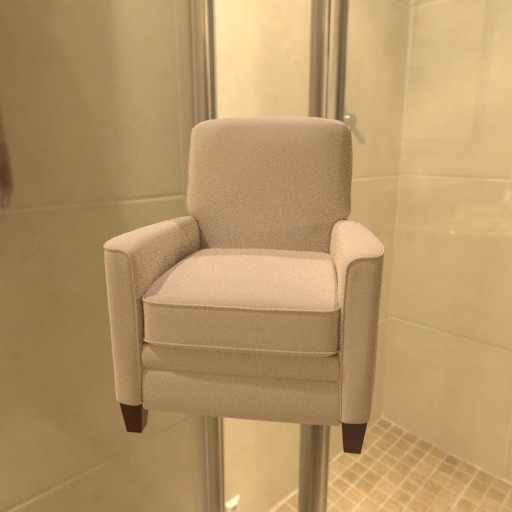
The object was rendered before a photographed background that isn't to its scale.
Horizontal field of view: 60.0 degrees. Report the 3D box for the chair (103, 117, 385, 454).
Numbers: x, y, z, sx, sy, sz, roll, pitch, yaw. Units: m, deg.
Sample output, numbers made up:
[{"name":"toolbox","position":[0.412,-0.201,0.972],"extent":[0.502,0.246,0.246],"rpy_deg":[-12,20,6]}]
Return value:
[{"name":"chair","position":[0.000,0.000,1.635],"extent":[0.841,1.028,0.858],"rpy_deg":[2,14,8]}]
